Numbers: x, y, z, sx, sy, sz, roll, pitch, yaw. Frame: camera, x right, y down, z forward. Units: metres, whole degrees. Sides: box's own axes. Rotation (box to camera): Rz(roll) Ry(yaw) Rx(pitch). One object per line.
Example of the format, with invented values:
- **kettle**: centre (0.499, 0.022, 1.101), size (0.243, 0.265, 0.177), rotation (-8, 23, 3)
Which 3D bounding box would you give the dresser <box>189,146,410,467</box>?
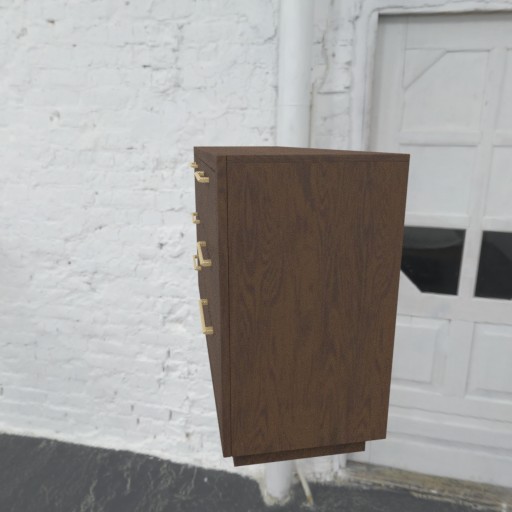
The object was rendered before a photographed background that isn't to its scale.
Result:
- **dresser**: centre (0.000, 0.000, 1.889), size (0.512, 0.889, 1.523), rotation (-2, 15, -9)
